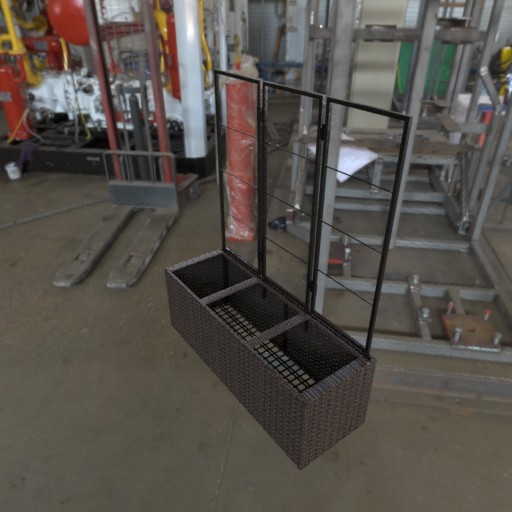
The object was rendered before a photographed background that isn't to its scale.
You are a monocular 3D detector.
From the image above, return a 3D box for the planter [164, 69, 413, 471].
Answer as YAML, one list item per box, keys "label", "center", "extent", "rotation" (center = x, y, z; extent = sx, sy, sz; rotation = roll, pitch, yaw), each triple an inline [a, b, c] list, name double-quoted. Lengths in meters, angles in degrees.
- label: "planter"
  center: [0.000, 0.000, 1.196]
  extent: [0.244, 0.841, 0.699]
  rotation: [-21, 37, -31]
